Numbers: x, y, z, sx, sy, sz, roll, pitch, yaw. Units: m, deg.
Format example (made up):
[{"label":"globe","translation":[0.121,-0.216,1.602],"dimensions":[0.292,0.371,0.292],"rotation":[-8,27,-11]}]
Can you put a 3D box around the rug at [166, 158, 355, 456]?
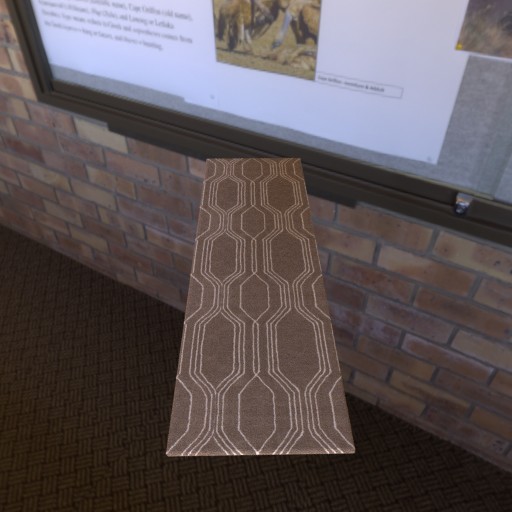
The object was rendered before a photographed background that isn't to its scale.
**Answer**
[{"label":"rug","translation":[0.000,0.000,2.735],"dimensions":[0.773,0.012,2.464],"rotation":[-1,41,-1]}]
